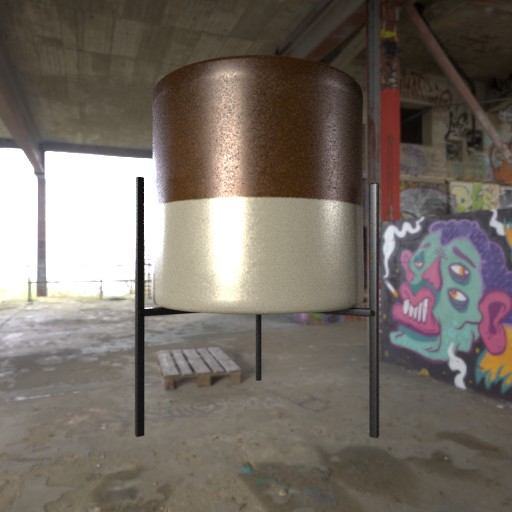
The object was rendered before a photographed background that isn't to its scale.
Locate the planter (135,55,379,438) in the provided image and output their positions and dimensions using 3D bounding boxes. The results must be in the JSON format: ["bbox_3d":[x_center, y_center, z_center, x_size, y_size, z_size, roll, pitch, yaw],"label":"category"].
[{"bbox_3d":[0.000,0.000,0.542,0.255,0.375,0.269,0,0,0],"label":"planter"}]
